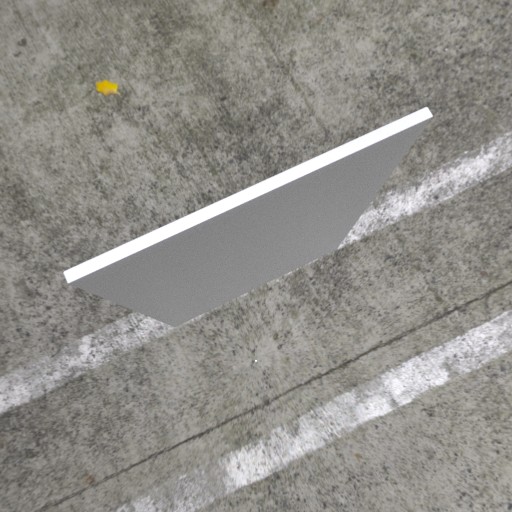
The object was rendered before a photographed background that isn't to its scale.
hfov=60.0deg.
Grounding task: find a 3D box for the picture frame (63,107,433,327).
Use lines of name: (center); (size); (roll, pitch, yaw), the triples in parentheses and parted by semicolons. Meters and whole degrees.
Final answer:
picture frame: (0.000, 0.000, 0.675); (0.381, 0.534, 0.012); (-25, 78, -6)
